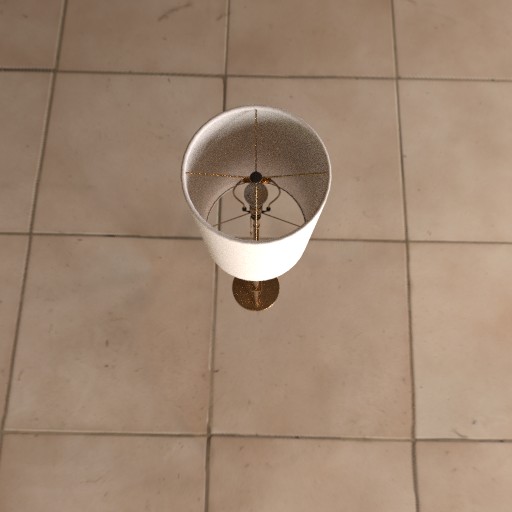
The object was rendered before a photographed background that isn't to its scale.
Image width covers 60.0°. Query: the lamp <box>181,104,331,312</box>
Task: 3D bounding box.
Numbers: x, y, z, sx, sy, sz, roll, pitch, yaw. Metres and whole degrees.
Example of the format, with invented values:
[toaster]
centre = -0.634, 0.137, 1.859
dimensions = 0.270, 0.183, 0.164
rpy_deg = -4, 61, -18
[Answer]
[lamp]
centre = 0.000, 0.000, 1.628
dimensions = 0.305, 1.500, 0.306
rpy_deg = 0, 77, 0
